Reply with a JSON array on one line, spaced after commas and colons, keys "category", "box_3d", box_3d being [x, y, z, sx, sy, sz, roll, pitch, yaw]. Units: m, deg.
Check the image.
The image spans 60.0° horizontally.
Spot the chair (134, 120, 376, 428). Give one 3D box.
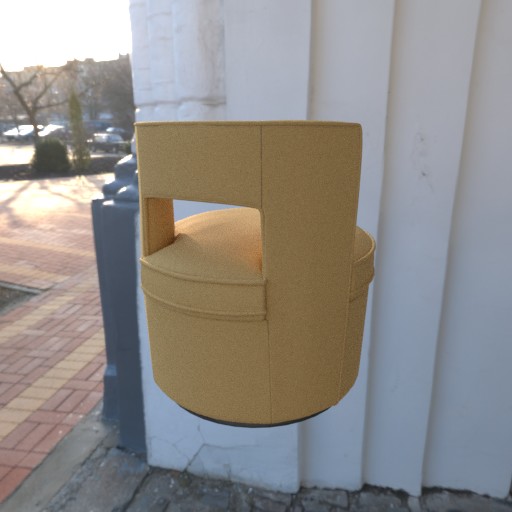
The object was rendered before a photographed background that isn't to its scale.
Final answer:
[{"category": "chair", "box_3d": [0.000, 0.000, 1.249, 0.650, 0.723, 0.665, 9, 18, 28]}]
